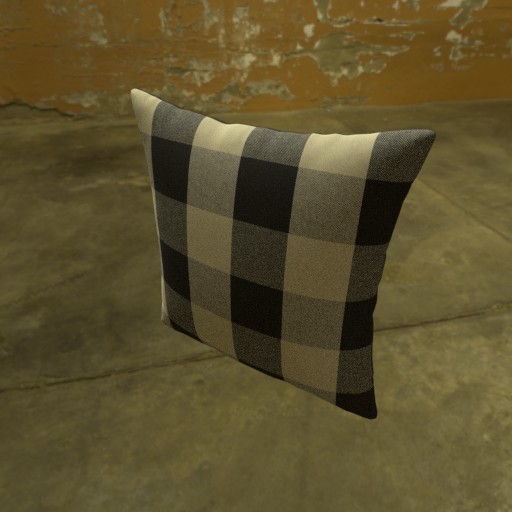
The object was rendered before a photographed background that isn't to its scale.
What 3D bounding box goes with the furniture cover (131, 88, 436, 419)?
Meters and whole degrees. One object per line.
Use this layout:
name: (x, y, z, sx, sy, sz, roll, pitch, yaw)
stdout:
furniture cover: (0.000, 0.000, 0.774, 0.511, 0.509, 0.161, 18, 35, 28)
